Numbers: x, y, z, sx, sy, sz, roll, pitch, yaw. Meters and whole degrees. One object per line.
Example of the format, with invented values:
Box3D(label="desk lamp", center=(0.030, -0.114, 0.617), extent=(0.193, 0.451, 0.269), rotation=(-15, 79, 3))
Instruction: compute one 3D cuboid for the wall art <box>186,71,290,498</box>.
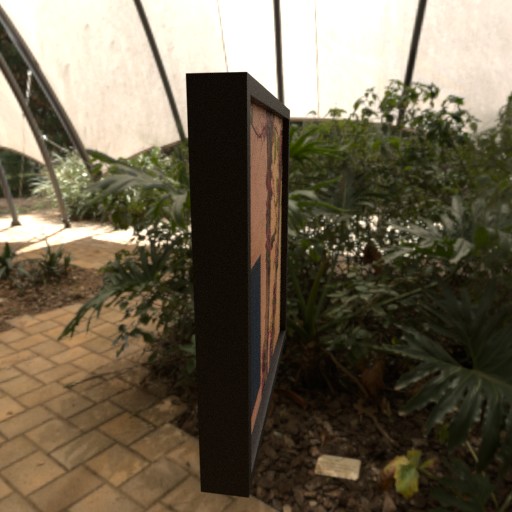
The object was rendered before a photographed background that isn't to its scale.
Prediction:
Box3D(label="wall art", center=(0.000, 0.000, 0.450), extent=(0.038, 0.304, 0.305), rotation=(2, 14, 9))
